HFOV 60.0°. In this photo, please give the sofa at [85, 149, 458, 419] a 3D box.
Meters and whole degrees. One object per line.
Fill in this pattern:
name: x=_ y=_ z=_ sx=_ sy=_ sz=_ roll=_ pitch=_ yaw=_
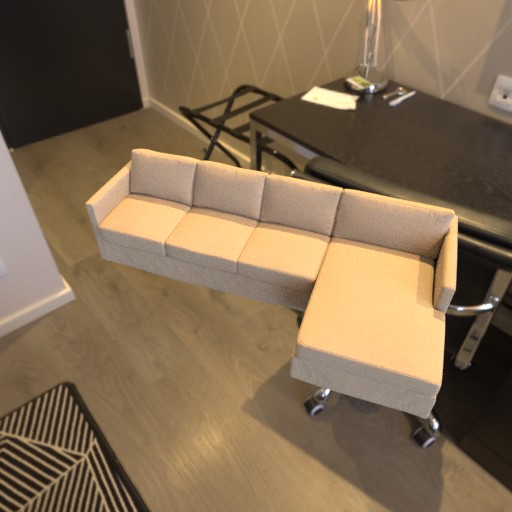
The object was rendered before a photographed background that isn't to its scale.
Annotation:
sofa: x=0.000 y=0.000 z=3.827 sx=3.206 sy=0.871 sz=1.622 roll=13 pitch=44 yaw=14
